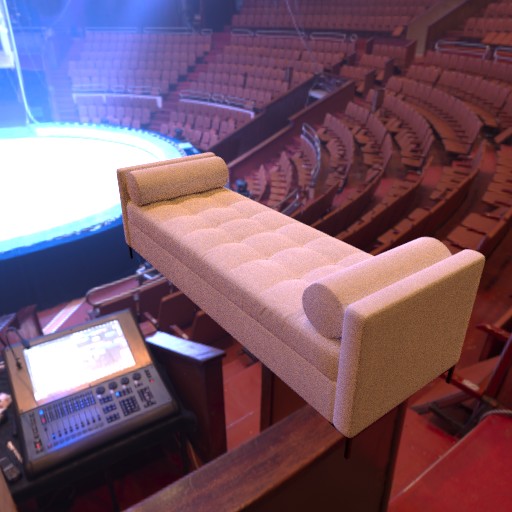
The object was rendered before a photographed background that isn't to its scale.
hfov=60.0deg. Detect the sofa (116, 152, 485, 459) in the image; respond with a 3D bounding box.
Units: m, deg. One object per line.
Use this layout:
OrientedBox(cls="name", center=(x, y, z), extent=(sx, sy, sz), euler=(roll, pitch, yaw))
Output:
OrientedBox(cls="sofa", center=(0.000, 0.000, 2.314), extent=(0.686, 0.635, 1.981), euler=(-19, 32, -32))
